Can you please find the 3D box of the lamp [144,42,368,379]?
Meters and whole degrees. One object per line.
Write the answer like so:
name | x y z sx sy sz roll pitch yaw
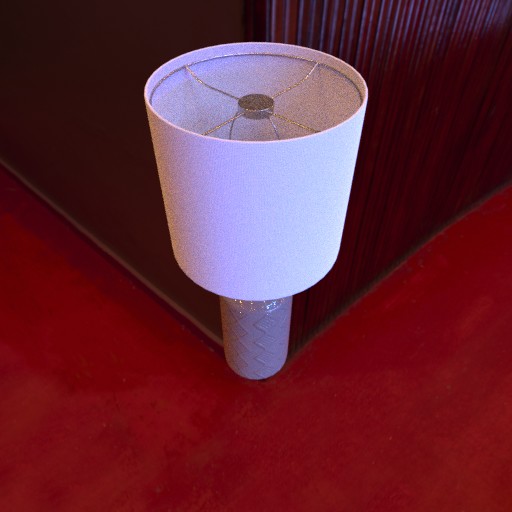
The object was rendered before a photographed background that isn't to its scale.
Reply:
lamp | 0.000 0.000 0.579 0.207 0.461 0.207 32 54 28
